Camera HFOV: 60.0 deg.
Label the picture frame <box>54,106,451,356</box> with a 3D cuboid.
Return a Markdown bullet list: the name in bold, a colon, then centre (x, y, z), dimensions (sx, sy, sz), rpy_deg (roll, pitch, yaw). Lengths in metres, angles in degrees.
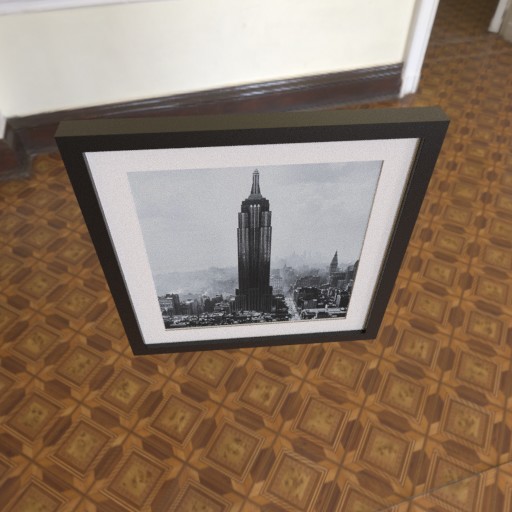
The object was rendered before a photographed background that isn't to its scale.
- **picture frame**: centre (0.000, 0.000, 0.531), dimensions (0.355, 0.353, 0.029), rpy_deg (-3, 46, -3)
